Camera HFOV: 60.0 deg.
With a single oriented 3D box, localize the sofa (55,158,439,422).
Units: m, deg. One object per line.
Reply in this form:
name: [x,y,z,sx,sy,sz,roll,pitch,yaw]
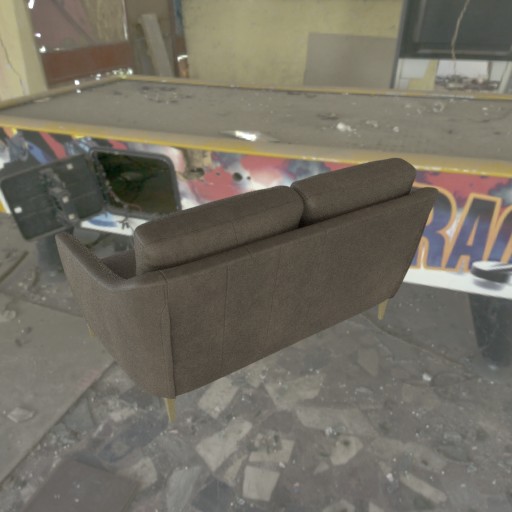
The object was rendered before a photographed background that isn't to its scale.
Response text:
sofa: [0.000,0.000,2.159,1.619,0.902,0.960,-18,35,-29]
